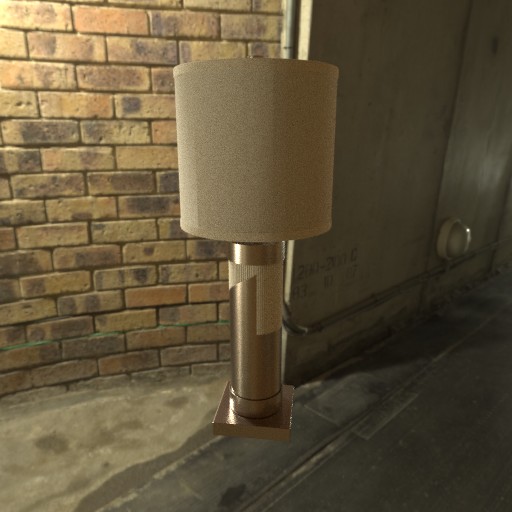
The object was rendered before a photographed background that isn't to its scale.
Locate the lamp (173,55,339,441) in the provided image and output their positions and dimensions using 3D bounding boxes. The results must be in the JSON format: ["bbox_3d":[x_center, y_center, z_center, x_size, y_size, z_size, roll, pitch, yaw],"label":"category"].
[{"bbox_3d":[0.000,0.000,0.615,0.202,0.509,0.202,2,16,7],"label":"lamp"}]
